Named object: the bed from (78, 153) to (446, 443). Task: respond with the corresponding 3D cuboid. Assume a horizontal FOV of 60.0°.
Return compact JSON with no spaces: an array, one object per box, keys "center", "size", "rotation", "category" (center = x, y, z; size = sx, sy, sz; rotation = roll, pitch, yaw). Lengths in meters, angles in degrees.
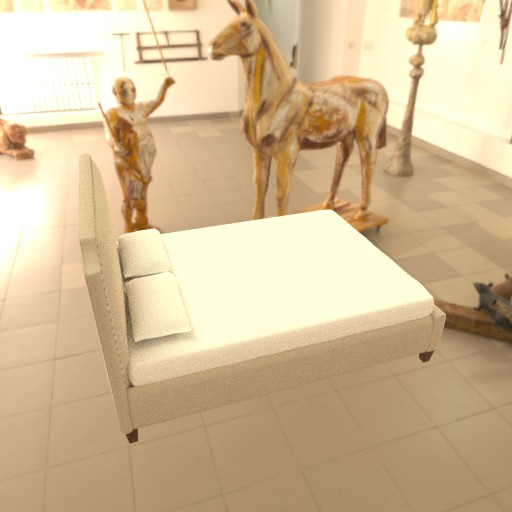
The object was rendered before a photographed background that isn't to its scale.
[{"center":[0.000,0.000,3.438],"size":[2.372,1.443,1.713],"rotation":[-10,32,-16],"category":"bed"}]
